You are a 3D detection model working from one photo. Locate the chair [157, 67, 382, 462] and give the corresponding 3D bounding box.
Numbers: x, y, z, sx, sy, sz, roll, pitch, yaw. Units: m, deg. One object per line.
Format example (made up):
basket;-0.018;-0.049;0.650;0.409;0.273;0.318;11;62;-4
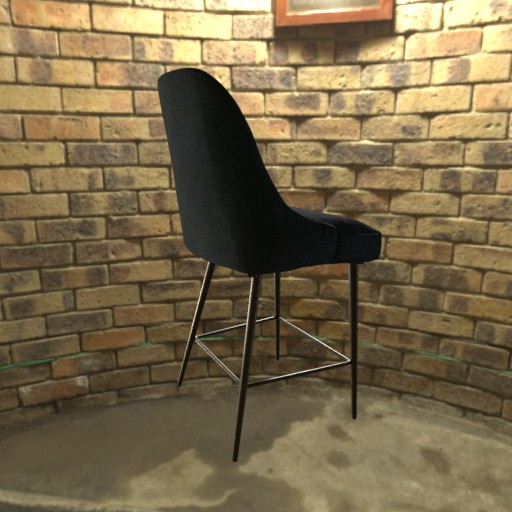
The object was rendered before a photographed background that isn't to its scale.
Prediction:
chair;0.000;0.000;1.251;0.489;0.927;0.526;-7;15;-28
